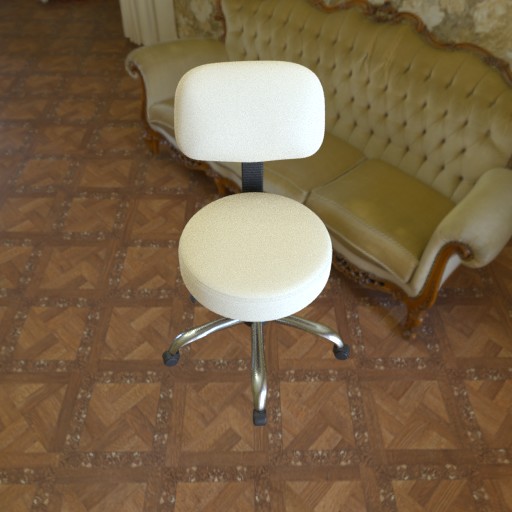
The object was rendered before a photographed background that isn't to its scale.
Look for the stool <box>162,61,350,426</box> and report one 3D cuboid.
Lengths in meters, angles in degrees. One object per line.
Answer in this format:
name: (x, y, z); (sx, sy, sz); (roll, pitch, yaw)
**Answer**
stool: (0.000, 0.000, 1.208); (0.609, 0.810, 0.616); (-1, 46, -1)
